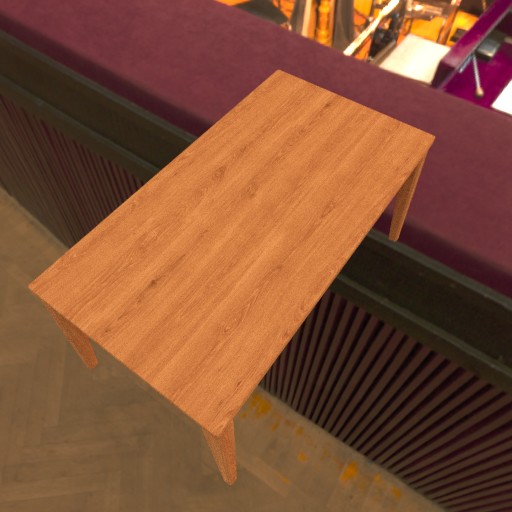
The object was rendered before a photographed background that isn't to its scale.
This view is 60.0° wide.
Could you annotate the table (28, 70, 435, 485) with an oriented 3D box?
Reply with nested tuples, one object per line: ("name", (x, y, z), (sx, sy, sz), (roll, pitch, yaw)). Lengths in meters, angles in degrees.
("table", (0.000, 0.000, 2.054), (0.900, 0.760, 1.600), (31, 62, 19))
